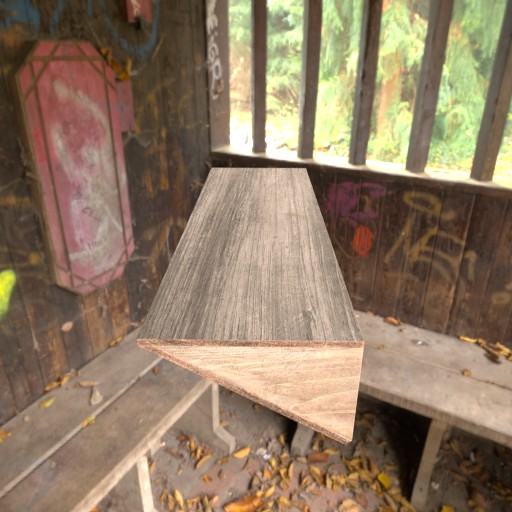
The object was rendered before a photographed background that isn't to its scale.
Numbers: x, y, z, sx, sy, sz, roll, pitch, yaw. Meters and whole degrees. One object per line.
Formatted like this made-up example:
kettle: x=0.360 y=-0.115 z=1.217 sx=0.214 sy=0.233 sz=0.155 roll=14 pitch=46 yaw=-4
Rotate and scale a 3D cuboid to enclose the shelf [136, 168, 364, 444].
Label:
shelf: x=0.000 y=0.000 z=0.690 sx=0.200 sy=0.125 sz=0.610 roll=0 pitch=25 yaw=1
